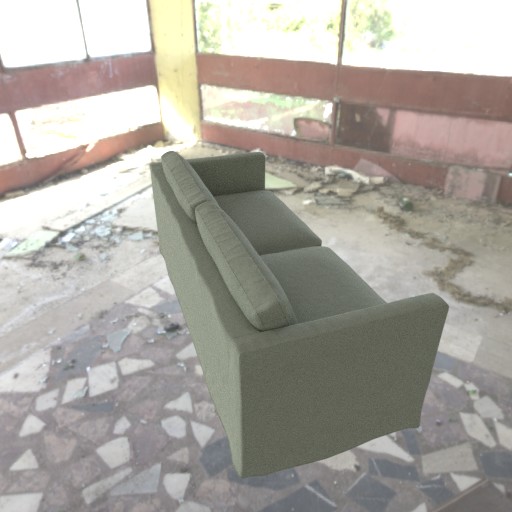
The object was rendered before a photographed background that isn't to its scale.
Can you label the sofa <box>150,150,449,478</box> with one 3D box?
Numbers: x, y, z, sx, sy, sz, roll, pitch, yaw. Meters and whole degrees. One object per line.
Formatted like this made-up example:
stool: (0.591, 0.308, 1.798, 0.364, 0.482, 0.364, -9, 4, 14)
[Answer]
sofa: (0.000, 0.000, 2.766, 0.962, 0.853, 2.312, -10, 32, -17)
